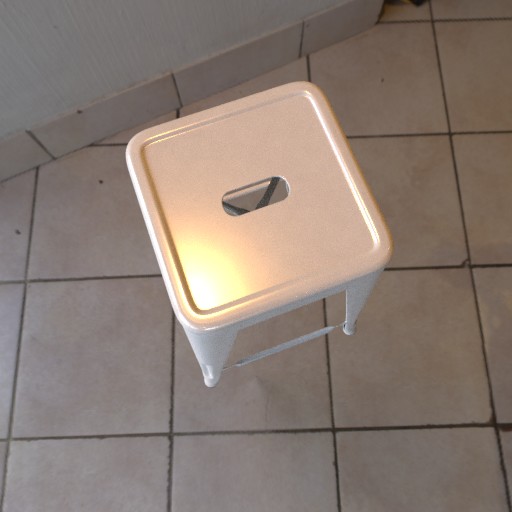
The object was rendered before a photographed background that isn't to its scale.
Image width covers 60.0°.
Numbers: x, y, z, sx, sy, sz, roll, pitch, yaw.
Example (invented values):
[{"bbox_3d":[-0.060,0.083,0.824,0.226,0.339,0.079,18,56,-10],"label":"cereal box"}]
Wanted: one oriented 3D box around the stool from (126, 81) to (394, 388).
[{"bbox_3d":[0.000,0.000,0.872,0.406,0.610,0.406,-20,76,-5],"label":"stool"}]
